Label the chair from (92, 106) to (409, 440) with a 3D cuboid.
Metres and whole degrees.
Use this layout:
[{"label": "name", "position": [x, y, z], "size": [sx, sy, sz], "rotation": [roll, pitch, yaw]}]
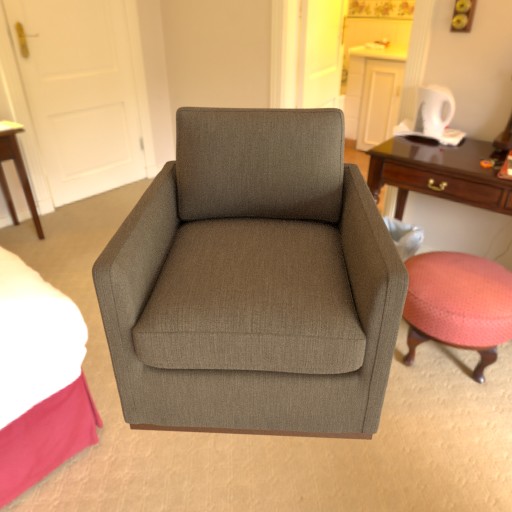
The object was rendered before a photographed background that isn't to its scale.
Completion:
[{"label": "chair", "position": [0.000, 0.000, 1.464], "size": [0.763, 0.811, 0.834], "rotation": [1, 31, 2]}]
